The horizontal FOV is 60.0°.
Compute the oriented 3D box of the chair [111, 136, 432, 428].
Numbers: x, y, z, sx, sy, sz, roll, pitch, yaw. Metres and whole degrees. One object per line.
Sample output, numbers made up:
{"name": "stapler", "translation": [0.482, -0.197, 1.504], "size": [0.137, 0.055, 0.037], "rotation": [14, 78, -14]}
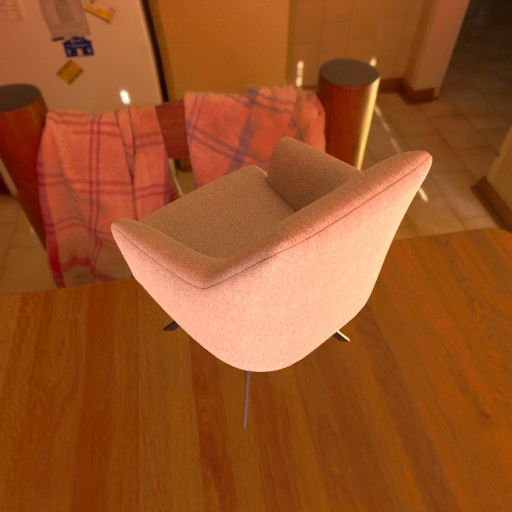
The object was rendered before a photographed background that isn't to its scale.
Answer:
{"name": "chair", "translation": [0.000, 0.000, 1.294], "size": [0.642, 0.874, 0.677], "rotation": [-32, 56, -25]}
